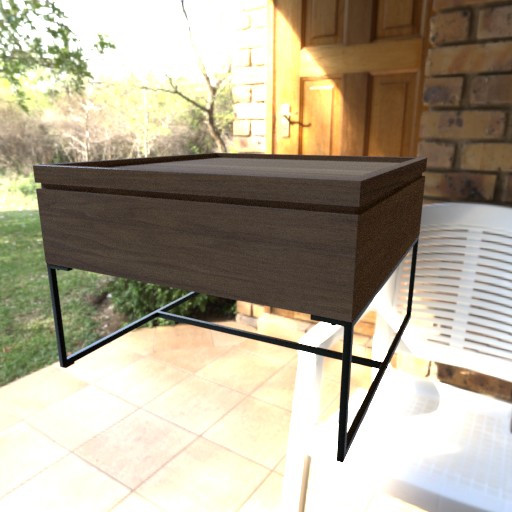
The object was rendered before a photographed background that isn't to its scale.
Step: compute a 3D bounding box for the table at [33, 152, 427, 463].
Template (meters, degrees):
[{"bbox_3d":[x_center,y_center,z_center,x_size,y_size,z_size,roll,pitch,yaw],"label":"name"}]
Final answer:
[{"bbox_3d":[0.000,0.000,1.104,0.679,0.464,0.676,8,17,27],"label":"table"}]
